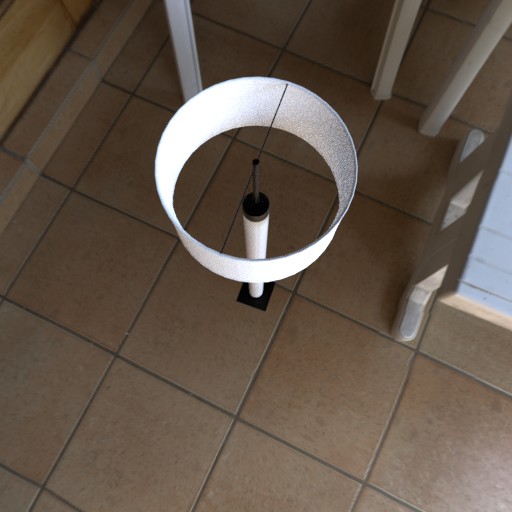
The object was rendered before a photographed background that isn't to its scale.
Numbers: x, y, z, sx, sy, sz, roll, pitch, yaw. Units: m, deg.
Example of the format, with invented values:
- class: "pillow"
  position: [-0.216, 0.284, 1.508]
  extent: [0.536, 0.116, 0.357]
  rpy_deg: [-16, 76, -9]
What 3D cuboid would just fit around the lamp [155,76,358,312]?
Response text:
- class: "lamp"
  position: [0.000, 0.000, 1.616]
  extent: [0.420, 1.475, 0.420]
  rpy_deg: [19, 76, 5]
